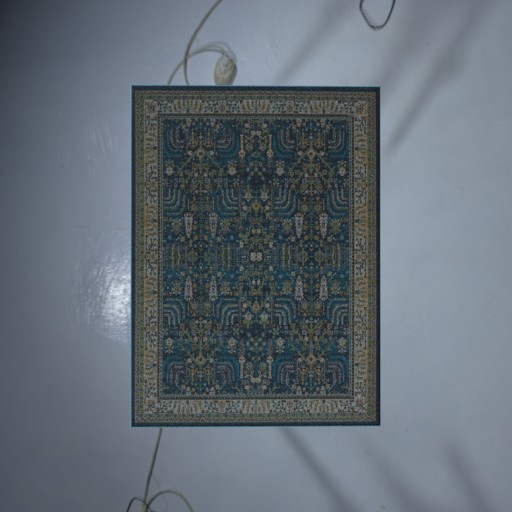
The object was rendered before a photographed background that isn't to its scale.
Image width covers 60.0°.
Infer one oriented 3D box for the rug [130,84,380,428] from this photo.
[{"bbox_3d":[0.000,0.000,3.951,2.226,0.015,3.044,0,90,-1],"label":"rug"}]
